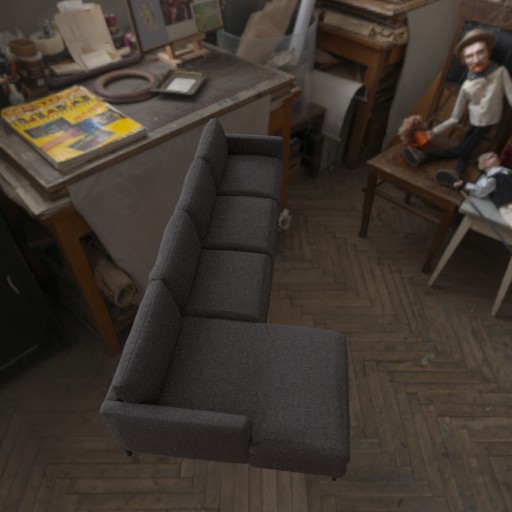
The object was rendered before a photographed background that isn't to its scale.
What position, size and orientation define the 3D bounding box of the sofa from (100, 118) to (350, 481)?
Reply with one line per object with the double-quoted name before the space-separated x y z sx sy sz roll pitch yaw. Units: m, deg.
"sofa" 0.000 0.000 3.168 1.258 0.754 2.731 4 45 4
